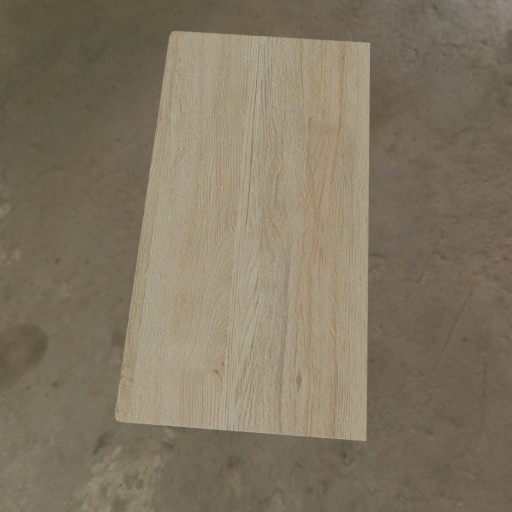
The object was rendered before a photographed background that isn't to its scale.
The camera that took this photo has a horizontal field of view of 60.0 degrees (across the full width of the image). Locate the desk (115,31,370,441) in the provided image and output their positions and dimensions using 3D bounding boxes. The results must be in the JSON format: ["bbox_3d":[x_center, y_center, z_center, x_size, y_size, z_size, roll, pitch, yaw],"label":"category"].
[{"bbox_3d":[0.000,0.000,1.319,0.480,0.770,0.885,4,75,1],"label":"desk"}]
